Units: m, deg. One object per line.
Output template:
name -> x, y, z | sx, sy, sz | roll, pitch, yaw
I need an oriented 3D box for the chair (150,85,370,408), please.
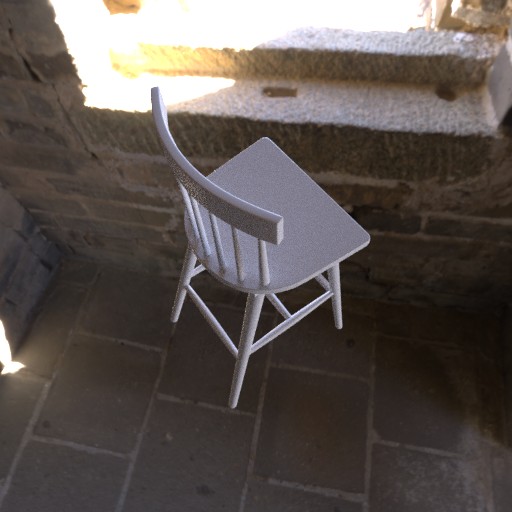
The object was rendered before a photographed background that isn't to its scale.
chair -> 0.000, 0.000, 1.409 | 0.572, 1.092, 0.483 | -32, 64, -18
